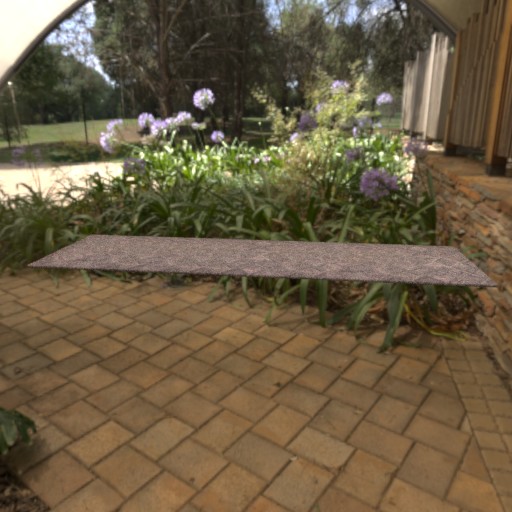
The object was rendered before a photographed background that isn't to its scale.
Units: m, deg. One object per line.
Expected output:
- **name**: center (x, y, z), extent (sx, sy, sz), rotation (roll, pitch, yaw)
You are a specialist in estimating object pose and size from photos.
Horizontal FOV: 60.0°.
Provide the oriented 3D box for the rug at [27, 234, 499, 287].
- **rug**: center (0.000, 0.000, 2.463), extent (2.296, 0.011, 0.691), rotation (2, 16, 7)
